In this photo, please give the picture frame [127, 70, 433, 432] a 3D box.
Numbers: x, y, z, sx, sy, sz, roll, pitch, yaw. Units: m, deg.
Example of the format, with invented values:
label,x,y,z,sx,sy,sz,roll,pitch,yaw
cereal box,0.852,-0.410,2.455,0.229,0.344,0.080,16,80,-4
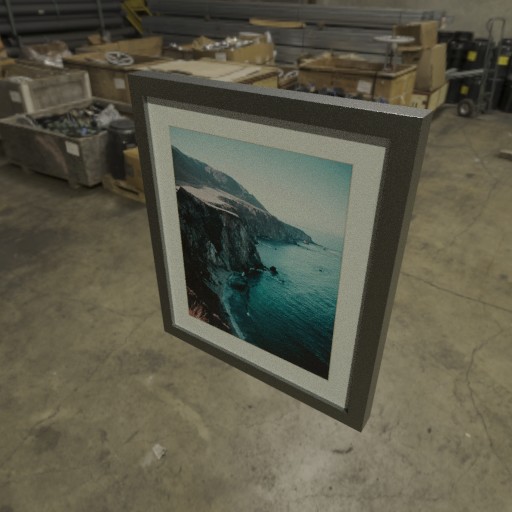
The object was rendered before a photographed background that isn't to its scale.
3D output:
label,x,y,z,sx,sy,sz,roll,pitch,yaw
picture frame,0.000,0.000,1.347,0.839,0.968,0.073,20,37,28
